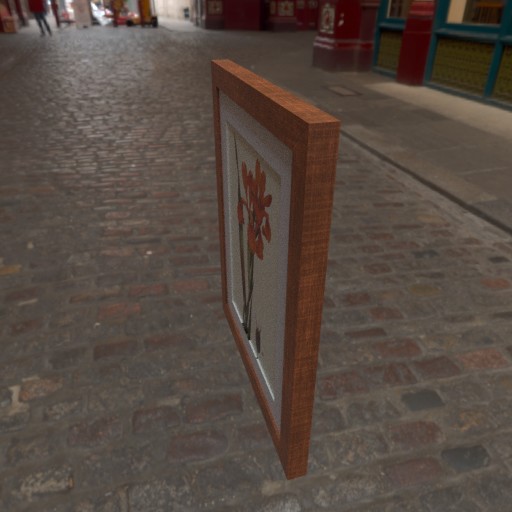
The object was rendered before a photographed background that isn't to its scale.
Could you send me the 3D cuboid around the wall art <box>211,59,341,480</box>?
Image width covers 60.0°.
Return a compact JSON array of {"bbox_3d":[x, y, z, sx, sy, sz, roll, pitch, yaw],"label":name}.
[{"bbox_3d":[0.000,0.000,0.762,0.033,0.567,0.467,-9,32,-14],"label":"wall art"}]
